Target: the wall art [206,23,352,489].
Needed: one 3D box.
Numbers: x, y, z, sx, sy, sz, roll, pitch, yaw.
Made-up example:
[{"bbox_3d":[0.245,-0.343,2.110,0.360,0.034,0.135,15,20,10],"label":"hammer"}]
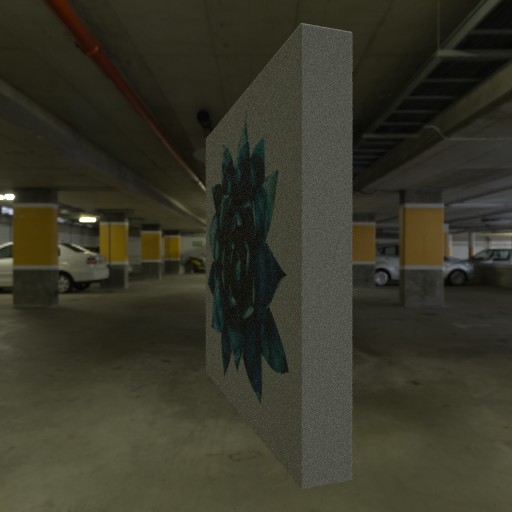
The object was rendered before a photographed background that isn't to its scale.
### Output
[{"bbox_3d":[0.000,0.000,0.440,0.038,0.305,0.305,0,0,-18],"label":"wall art"}]
